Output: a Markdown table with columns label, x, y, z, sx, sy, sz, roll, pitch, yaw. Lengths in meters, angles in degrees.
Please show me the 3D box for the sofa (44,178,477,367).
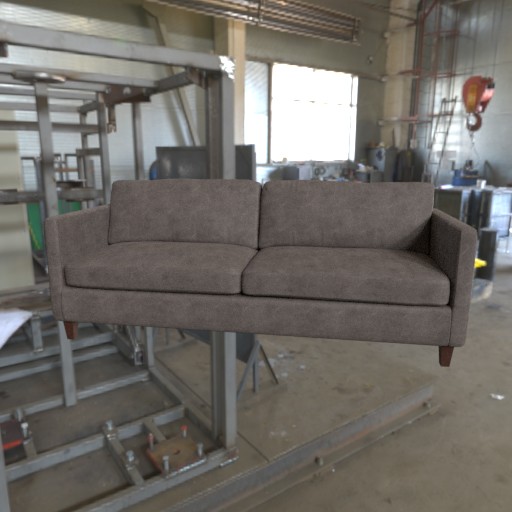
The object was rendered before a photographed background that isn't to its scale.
| label | x | y | z | sx | sy | sz | roll | pitch | yaw |
| --- | --- | --- | --- | --- | --- | --- | --- | --- | --- |
| sofa | 0.000 | 0.000 | 2.899 | 2.434 | 0.965 | 0.951 | 2 | 13 | 9 |
